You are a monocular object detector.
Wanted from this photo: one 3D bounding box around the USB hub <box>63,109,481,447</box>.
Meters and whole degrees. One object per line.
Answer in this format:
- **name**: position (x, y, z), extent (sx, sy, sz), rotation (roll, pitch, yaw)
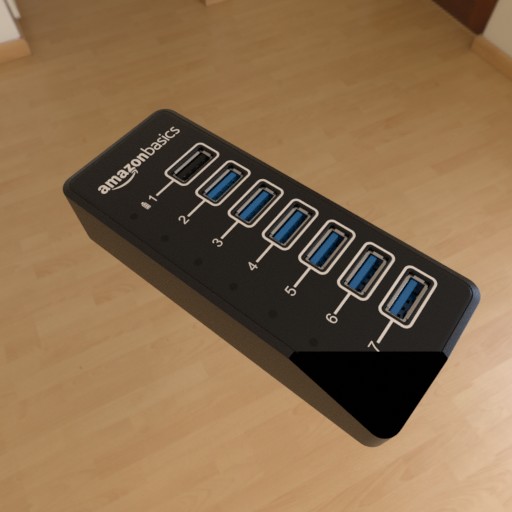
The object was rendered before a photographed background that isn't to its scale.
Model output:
- **USB hub**: position (0.000, 0.000, 0.126), extent (0.110, 0.023, 0.044), rotation (33, 64, 18)
